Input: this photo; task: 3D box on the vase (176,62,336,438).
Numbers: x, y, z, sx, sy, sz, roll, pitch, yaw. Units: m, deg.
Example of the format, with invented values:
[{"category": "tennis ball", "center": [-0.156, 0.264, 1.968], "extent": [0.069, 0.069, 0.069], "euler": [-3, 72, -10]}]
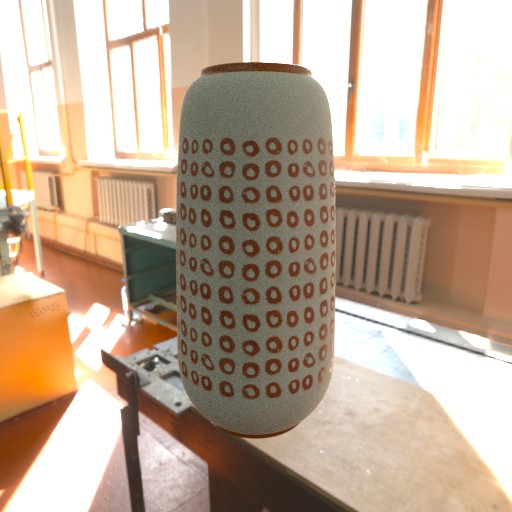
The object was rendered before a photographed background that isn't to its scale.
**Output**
[{"category": "vase", "center": [0.000, 0.000, 0.363], "extent": [0.133, 0.282, 0.133], "euler": [0, 14, 0]}]
